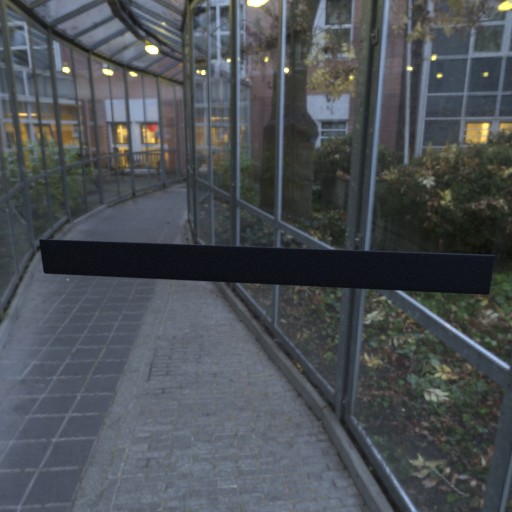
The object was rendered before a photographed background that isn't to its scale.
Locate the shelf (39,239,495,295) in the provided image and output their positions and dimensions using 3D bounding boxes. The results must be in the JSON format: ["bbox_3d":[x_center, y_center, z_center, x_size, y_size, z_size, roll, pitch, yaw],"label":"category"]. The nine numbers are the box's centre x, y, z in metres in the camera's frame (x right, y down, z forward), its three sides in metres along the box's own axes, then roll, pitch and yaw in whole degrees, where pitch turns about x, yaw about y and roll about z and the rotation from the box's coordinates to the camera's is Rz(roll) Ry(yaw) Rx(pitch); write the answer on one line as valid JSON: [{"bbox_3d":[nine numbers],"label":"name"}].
[{"bbox_3d":[0.000,0.000,0.638,0.605,0.053,0.102,2,15,8],"label":"shelf"}]
